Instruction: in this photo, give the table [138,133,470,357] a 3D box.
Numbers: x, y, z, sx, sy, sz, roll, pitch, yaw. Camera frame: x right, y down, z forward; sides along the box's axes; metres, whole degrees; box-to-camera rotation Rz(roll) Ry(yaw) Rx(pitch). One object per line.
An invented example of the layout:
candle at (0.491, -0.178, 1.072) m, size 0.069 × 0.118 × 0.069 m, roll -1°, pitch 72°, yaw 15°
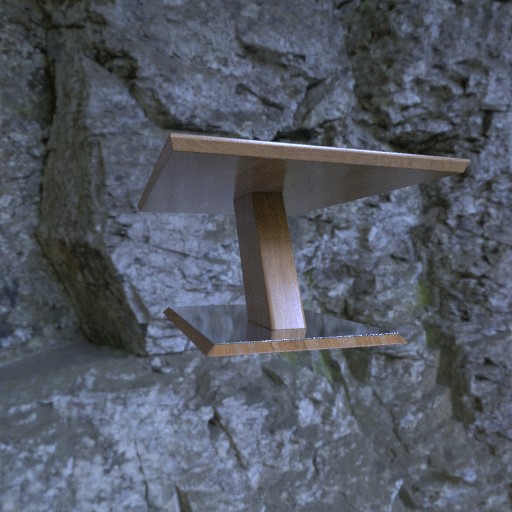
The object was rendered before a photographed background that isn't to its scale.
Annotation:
table at (0.000, 0.000, 1.446) m, size 0.692 × 0.441 × 1.100 m, roll 0°, pitch -1°, yaw -18°
